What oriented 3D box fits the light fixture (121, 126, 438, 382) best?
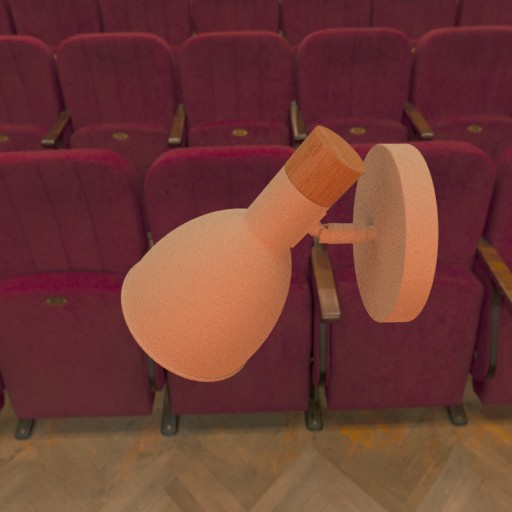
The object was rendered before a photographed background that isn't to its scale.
[{"bbox_3d":[0.000,0.000,0.330,0.209,0.199,0.127,-1,42,-1],"label":"light fixture"}]
